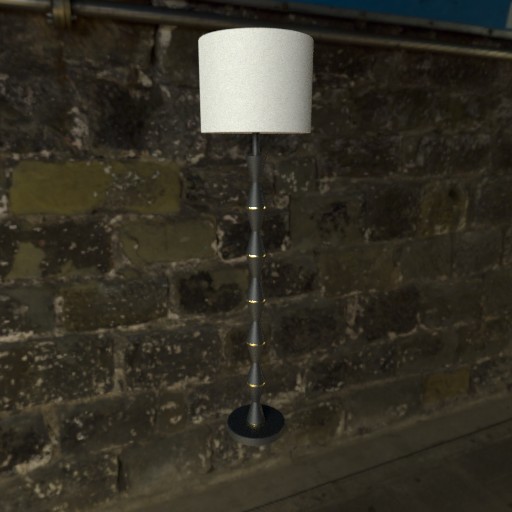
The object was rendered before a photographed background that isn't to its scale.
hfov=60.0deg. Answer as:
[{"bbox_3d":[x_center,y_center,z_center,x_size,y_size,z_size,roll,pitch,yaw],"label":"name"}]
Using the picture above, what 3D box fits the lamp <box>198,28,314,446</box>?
[{"bbox_3d":[0.000,0.000,1.667,0.381,1.480,0.381,-2,15,-8],"label":"lamp"}]
